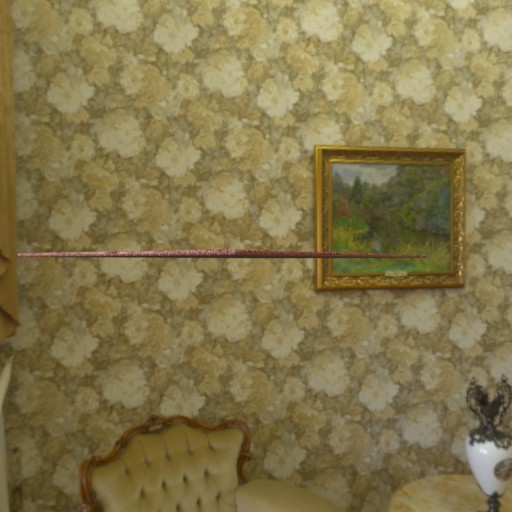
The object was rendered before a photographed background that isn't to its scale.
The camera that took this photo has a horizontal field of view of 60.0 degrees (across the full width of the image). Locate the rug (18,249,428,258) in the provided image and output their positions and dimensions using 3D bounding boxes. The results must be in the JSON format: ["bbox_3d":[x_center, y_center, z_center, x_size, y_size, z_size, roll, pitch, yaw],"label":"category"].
[{"bbox_3d":[0.000,0.000,2.291,1.219,0.016,1.829,0,-1,36],"label":"rug"}]
